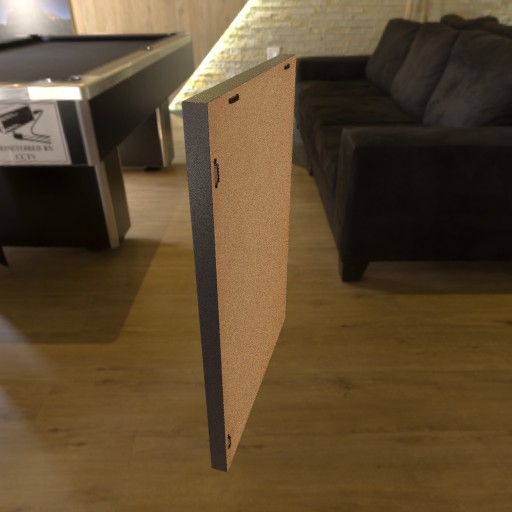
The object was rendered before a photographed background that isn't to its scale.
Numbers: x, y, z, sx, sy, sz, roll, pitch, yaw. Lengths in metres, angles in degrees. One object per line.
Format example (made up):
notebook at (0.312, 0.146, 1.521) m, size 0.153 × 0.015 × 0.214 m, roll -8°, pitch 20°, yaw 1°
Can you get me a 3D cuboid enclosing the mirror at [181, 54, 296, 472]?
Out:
mirror at (0.000, 0.000, 0.915) m, size 0.039 × 0.710 × 0.507 m, roll 8°, pitch 32°, yaw 14°
